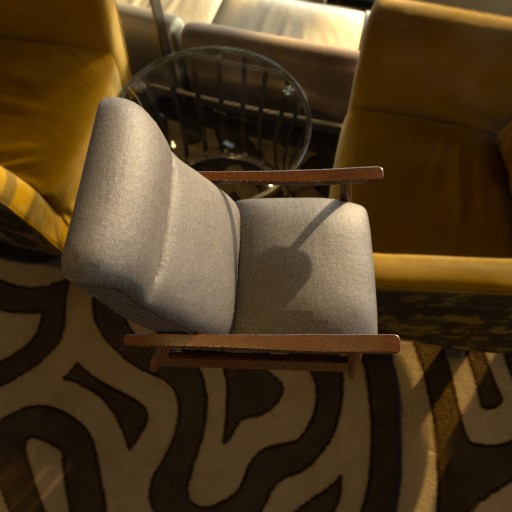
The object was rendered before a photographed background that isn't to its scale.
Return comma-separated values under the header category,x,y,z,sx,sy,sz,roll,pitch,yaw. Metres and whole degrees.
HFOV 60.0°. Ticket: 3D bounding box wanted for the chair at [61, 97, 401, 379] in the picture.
category,x,y,z,sx,sy,sz,roll,pitch,yaw
chair,0.000,0.000,1.741,1.014,1.081,0.762,2,65,1
